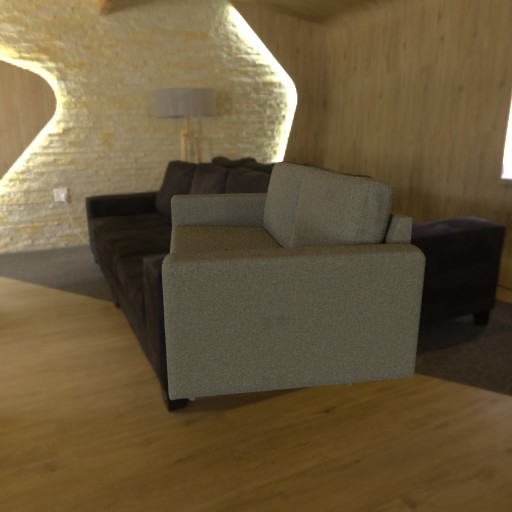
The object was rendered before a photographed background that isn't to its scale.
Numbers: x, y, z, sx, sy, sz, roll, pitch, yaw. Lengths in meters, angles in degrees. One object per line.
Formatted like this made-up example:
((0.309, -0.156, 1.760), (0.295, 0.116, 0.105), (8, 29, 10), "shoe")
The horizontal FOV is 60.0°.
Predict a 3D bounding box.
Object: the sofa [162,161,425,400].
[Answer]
((0.000, 0.000, 2.295), (0.889, 0.897, 1.730), (-2, 15, -9), "sofa")
